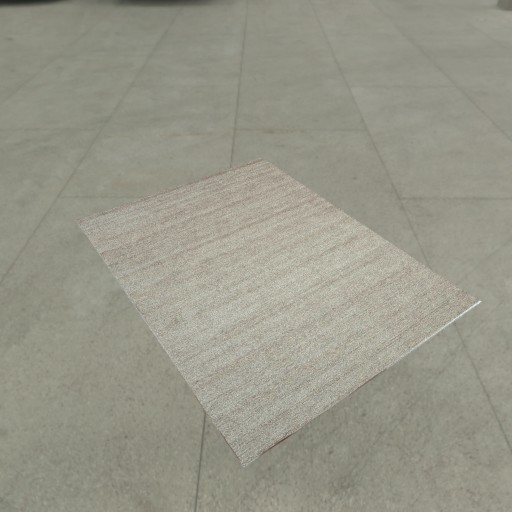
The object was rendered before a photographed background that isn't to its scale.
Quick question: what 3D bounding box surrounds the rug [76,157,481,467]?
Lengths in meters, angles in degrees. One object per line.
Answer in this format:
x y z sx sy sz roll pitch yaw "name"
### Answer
0.000 0.000 4.222 2.434 0.045 3.202 -24 45 -26 "rug"
